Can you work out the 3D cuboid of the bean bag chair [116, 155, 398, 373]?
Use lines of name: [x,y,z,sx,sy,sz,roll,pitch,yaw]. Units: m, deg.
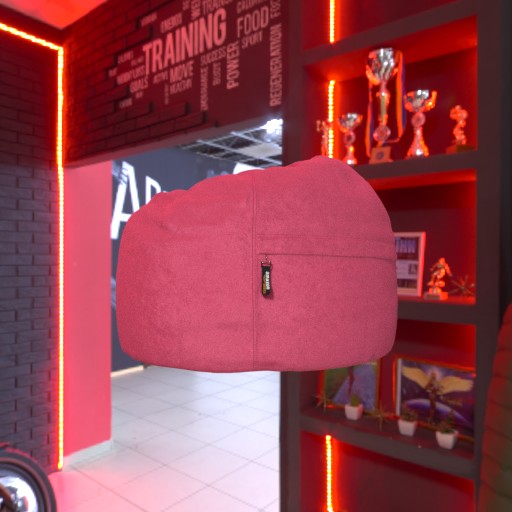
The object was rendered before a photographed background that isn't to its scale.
bean bag chair: [0.000,0.000,2.019,1.218,0.788,1.218,0,0,0]
